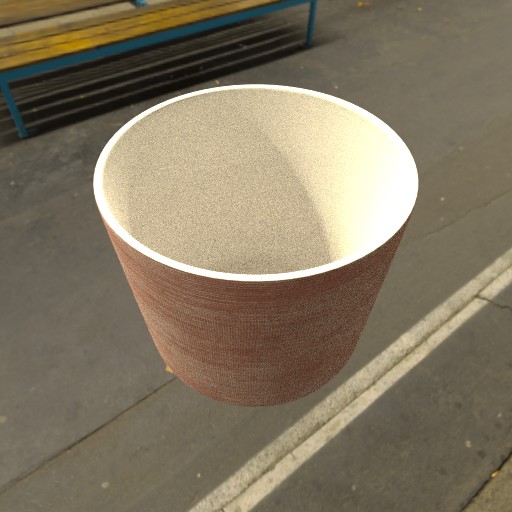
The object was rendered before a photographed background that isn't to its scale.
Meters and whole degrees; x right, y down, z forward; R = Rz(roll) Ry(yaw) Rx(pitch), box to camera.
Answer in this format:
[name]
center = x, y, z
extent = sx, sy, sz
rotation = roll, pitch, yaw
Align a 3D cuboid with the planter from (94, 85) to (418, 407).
[planter]
center = 0.000, 0.000, 0.763
extent = 0.440, 0.398, 0.440
rotation = 0, 47, 0
